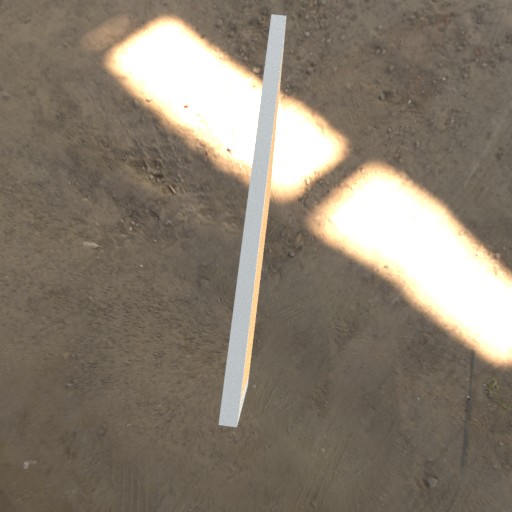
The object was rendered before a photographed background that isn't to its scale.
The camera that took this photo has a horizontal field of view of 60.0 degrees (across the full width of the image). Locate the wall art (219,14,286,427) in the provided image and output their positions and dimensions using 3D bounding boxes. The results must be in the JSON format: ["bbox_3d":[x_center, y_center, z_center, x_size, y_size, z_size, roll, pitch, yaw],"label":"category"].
[{"bbox_3d":[0.000,0.000,1.076,0.026,0.811,0.661,7,78,1],"label":"wall art"}]
